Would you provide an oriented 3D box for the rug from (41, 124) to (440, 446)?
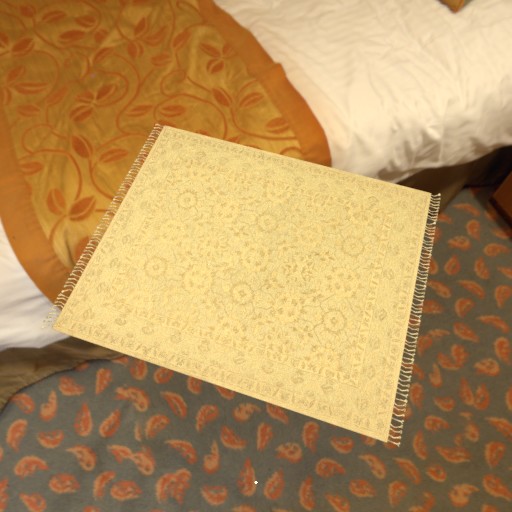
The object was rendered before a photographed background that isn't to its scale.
[{"bbox_3d":[0.000,0.000,4.047,3.043,0.013,2.444,16,64,8],"label":"rug"}]
